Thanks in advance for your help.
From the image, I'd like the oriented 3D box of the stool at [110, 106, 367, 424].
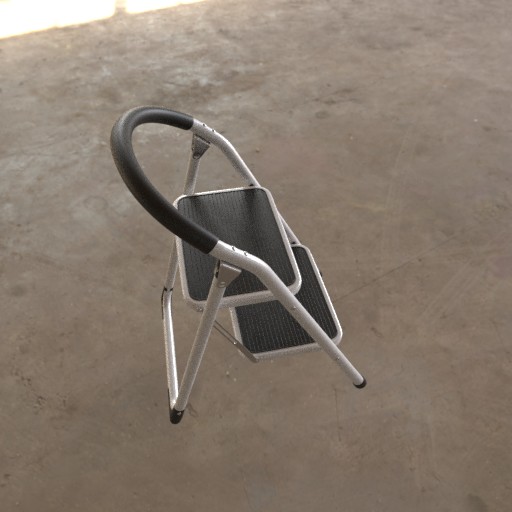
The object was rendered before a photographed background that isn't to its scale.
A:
[{"bbox_3d":[0.000,0.000,1.107,0.559,0.760,0.453,-8,47,-8],"label":"stool"}]
